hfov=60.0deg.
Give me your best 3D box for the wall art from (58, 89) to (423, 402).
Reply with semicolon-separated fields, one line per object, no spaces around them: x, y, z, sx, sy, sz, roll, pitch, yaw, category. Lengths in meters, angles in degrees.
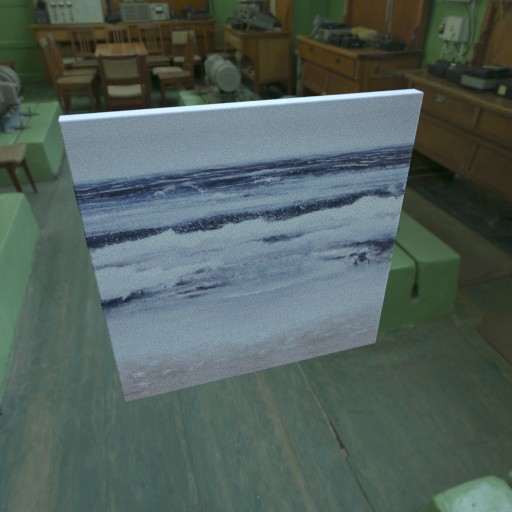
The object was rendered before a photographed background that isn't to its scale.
0.000;0.000;1.103;0.755;0.747;0.065;-10;34;-15;wall art
